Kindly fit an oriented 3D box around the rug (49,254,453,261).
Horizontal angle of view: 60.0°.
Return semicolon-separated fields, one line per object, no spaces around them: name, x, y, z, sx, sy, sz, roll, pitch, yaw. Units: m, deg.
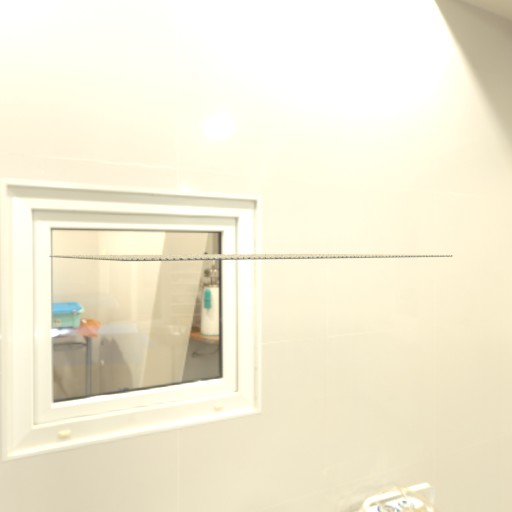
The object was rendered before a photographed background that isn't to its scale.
rug;0.000;0.000;2.273;1.752;0.008;1.144;0;1;-36
